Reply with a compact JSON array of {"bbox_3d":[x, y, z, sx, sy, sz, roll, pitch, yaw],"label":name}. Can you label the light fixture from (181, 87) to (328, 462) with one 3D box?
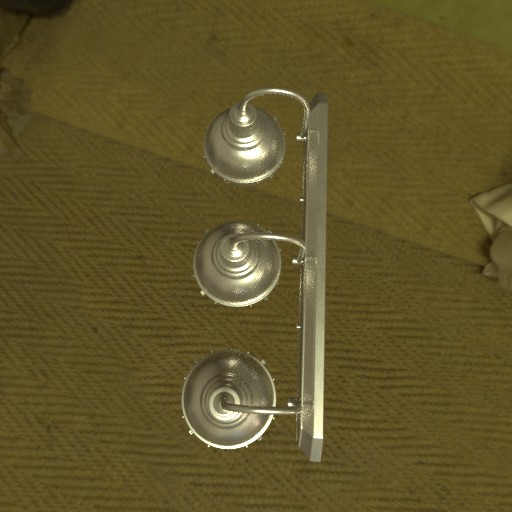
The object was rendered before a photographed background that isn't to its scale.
[{"bbox_3d":[0.000,0.000,0.750,0.229,0.254,0.634,3,76,1],"label":"light fixture"}]
